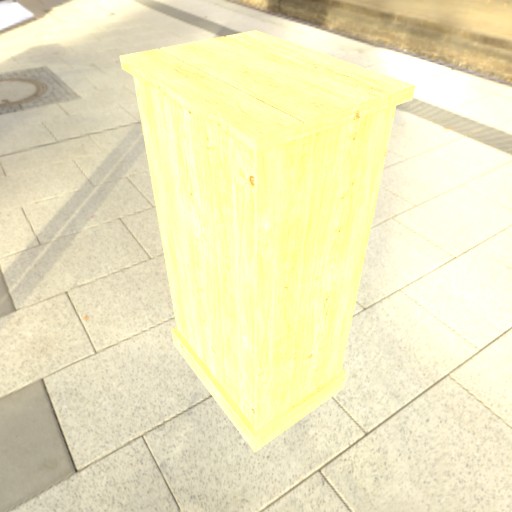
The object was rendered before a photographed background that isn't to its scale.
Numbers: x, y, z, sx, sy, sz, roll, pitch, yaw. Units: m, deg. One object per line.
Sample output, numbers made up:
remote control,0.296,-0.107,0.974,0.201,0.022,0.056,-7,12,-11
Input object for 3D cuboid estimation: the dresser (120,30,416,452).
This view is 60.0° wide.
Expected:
dresser,0.000,0.000,1.282,0.390,1.041,0.531,-25,46,-27
